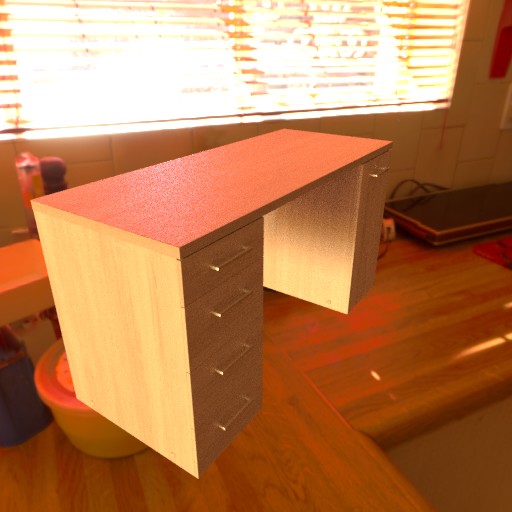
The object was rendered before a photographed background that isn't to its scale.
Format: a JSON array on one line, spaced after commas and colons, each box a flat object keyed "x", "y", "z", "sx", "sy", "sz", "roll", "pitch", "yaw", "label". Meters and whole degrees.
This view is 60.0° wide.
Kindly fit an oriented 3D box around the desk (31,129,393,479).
[{"x": 0.000, "y": 0.000, "z": 1.777, "sx": 0.600, "sy": 0.740, "sz": 1.390, "roll": 17, "pitch": 30, "yaw": 31, "label": "desk"}]
